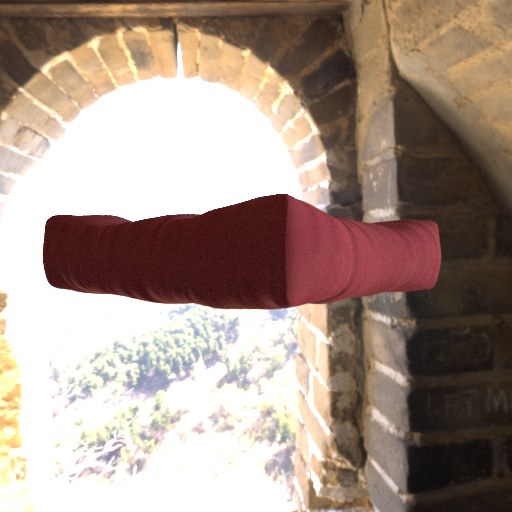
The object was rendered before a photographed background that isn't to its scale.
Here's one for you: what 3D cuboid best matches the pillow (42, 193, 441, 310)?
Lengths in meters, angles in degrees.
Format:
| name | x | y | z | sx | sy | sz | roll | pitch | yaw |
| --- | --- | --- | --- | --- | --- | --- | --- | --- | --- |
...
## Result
| name | x | y | z | sx | sy | sz | roll | pitch | yaw |
| --- | --- | --- | --- | --- | --- | --- | --- | --- | --- |
| pillow | 0.000 | 0.000 | 0.719 | 0.468 | 0.128 | 0.490 | 0 | 0 | 37 |
